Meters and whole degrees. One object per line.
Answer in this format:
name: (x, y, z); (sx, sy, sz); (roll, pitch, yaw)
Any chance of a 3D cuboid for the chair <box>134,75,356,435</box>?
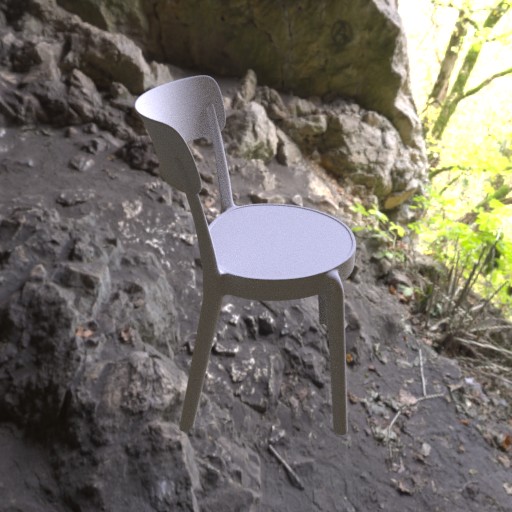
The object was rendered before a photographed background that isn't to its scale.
chair: (0.000, 0.000, 1.132); (0.491, 0.790, 0.506); (1, 31, 2)
